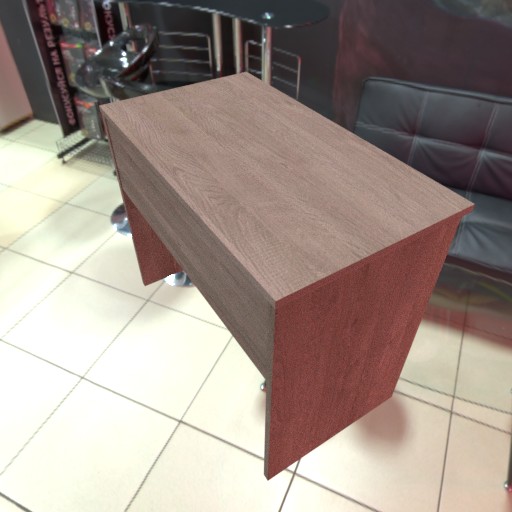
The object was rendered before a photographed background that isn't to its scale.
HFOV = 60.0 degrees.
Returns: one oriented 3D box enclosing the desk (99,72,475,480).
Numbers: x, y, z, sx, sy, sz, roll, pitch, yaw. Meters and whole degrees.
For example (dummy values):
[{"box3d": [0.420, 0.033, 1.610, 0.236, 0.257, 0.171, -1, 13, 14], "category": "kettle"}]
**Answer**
[{"box3d": [0.000, 0.000, 1.333, 0.498, 0.724, 0.893, -23, 47, -24], "category": "desk"}]
